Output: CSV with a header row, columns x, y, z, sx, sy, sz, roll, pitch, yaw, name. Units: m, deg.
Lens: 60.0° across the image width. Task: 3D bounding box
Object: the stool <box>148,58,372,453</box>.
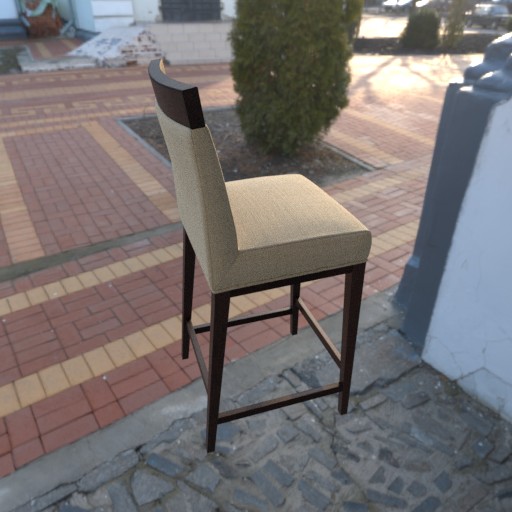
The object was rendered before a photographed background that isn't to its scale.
x,y,z,sx,sy,sz,roll,pitch,yaw,name
0.000,0.000,1.408,0.531,1.117,0.511,-9,31,-16,stool
